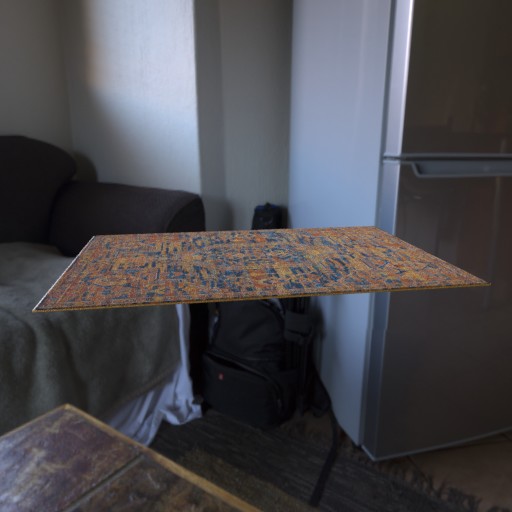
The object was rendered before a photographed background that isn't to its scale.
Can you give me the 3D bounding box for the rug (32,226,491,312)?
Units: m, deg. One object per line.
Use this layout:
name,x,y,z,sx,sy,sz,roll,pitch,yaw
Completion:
rug,0.000,0.000,2.212,1.758,0.013,1.148,-3,16,-9
